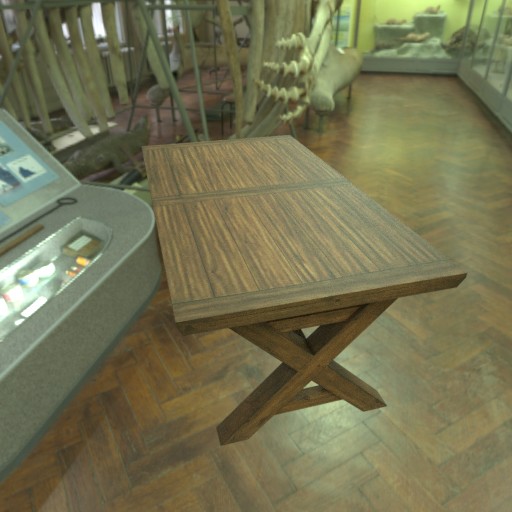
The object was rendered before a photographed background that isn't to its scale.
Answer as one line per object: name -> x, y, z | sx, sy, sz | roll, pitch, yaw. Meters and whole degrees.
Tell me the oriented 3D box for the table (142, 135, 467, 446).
table -> 0.000, 0.000, 2.527 | 1.071, 0.793, 1.966 | -8, 31, -13
